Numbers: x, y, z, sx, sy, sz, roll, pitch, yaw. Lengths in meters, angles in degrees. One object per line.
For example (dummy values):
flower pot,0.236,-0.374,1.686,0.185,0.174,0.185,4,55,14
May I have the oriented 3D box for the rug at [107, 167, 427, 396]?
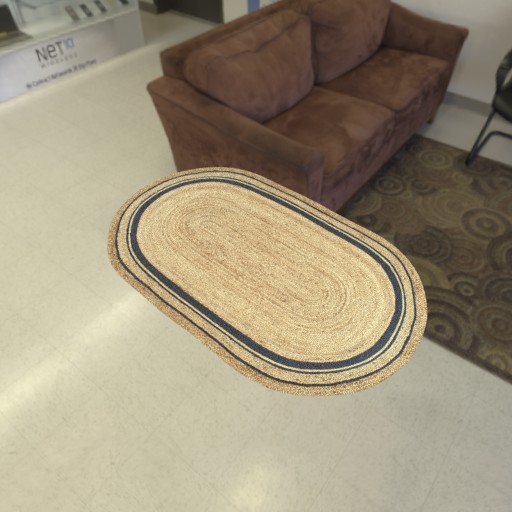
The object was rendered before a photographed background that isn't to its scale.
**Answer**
rug,0.000,0.000,3.143,2.432,0.006,1.520,32,54,26
